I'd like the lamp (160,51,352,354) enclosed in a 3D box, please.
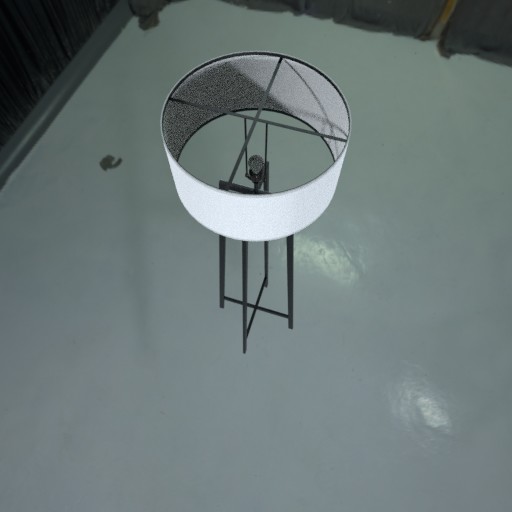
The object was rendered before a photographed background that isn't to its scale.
[{"bbox_3d":[0.000,0.000,1.741,0.457,1.510,0.456,16,65,8],"label":"lamp"}]
